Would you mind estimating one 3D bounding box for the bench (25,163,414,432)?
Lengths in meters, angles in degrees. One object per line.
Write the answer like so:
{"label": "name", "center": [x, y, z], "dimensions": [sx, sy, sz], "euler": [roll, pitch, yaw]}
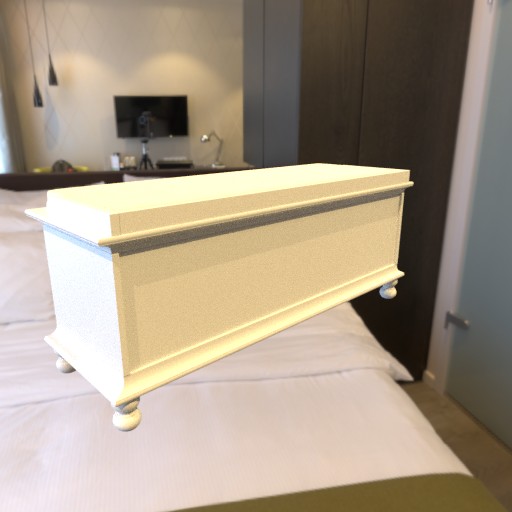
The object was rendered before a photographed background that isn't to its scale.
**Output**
{"label": "bench", "center": [0.000, 0.000, 1.394], "dimensions": [1.185, 0.486, 0.402], "euler": [-15, 23, -42]}
